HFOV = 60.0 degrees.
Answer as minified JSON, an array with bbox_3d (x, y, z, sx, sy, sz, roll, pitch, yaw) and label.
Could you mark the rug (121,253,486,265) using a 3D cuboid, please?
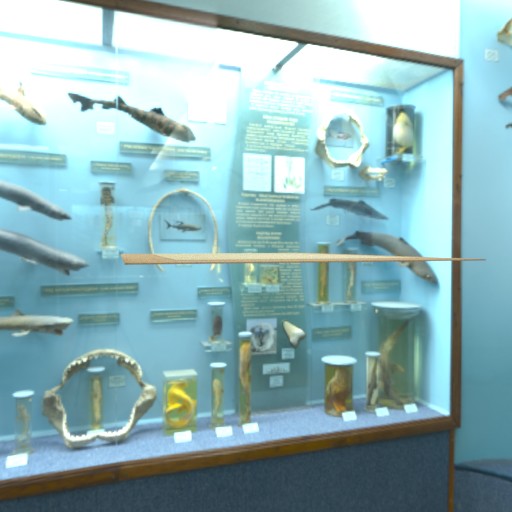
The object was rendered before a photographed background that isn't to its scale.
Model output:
[{"bbox_3d":[0.000,0.000,4.208,2.438,0.014,3.048,0,1,-17],"label":"rug"}]
